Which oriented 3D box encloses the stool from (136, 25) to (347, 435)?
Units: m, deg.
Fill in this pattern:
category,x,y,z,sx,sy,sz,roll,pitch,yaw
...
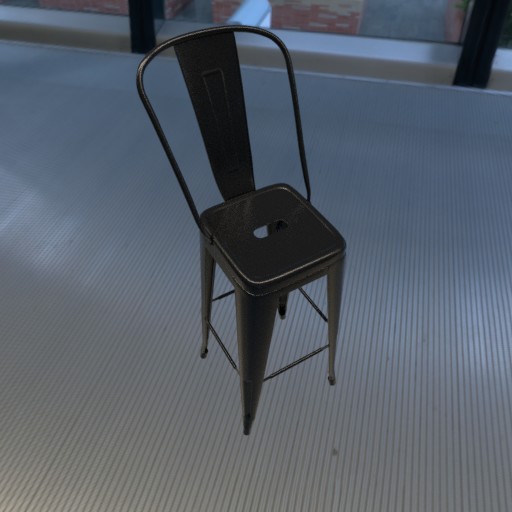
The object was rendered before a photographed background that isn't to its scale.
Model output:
category,x,y,z,sx,sy,sz,roll,pitch,yaw
stool,0.000,0.000,1.292,0.399,1.096,0.513,-23,51,-20
